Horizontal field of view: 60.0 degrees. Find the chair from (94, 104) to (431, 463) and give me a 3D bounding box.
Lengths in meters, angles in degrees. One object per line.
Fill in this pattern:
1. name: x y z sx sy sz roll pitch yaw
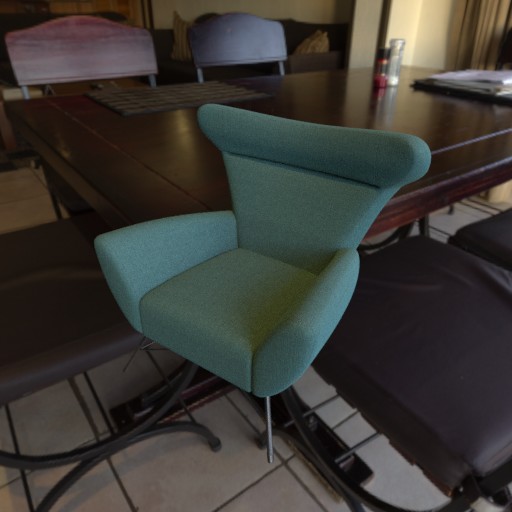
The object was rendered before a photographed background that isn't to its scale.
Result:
1. chair: 0.000 0.000 1.783 1.050 0.980 0.900 20 36 29
